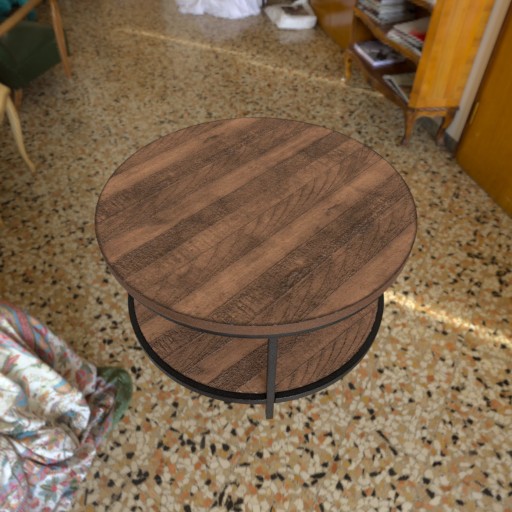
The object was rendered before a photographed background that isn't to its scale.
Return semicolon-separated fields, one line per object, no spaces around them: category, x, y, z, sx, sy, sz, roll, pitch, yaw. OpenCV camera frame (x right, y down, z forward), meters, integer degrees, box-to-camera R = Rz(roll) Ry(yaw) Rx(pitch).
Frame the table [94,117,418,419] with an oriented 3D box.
table;0.000;0.000;1.350;0.837;0.462;0.837;0;46;0
